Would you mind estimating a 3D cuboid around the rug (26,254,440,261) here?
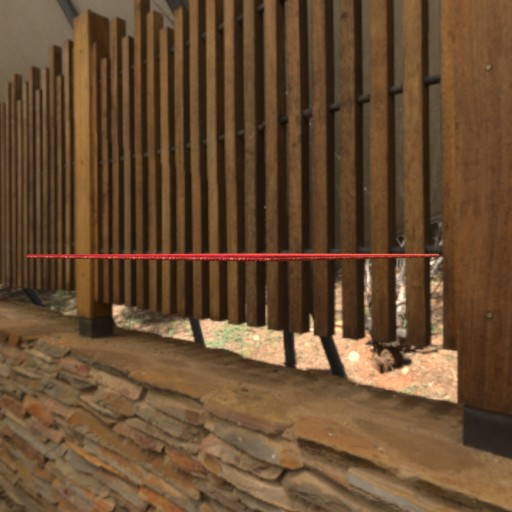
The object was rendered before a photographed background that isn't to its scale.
[{"bbox_3d":[0.000,0.000,3.894,2.340,0.028,2.905,0,1,37],"label":"rug"}]
